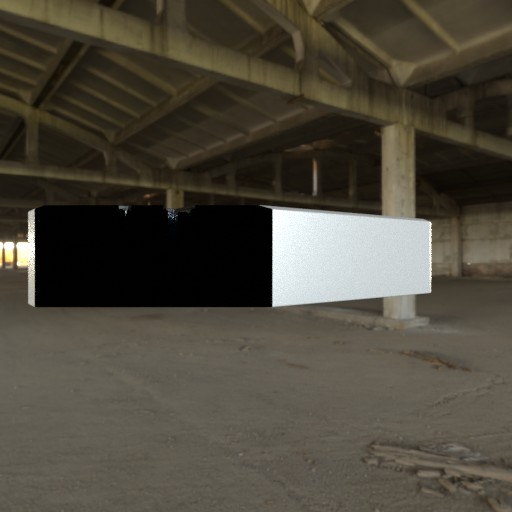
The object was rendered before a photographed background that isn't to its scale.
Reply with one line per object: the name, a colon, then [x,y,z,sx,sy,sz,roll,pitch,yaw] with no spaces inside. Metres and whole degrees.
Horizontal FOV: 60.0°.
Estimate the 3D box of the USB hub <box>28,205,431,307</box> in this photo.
USB hub: [0.000,0.000,0.125,0.110,0.023,0.044,0,0,-37]
